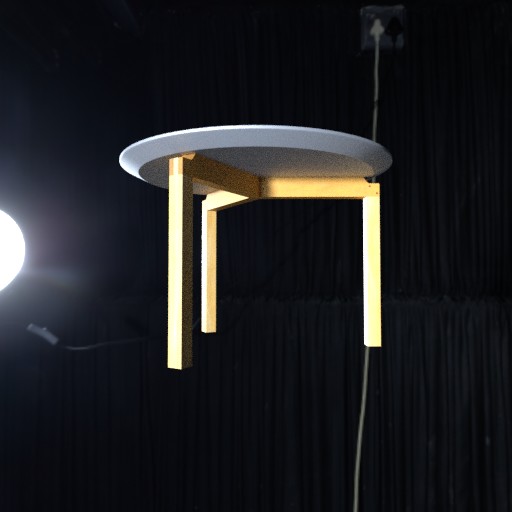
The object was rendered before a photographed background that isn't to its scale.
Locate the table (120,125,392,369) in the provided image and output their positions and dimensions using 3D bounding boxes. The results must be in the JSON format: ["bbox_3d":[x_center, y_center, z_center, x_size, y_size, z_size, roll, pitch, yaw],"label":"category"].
[{"bbox_3d":[0.000,0.000,1.013,0.600,0.405,0.600,0,-2,0],"label":"table"}]
